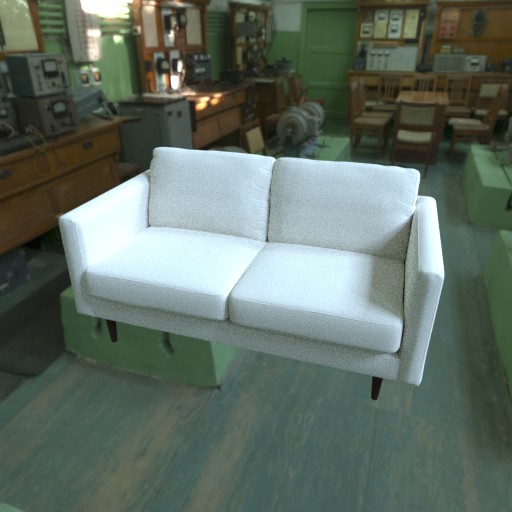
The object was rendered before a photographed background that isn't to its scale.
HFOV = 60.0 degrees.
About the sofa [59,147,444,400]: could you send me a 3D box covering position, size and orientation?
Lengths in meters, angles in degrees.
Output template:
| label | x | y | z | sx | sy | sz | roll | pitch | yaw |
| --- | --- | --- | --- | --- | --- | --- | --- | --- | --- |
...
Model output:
| label | x | y | z | sx | sy | sz | roll | pitch | yaw |
| --- | --- | --- | --- | --- | --- | --- | --- | --- | --- |
| sofa | 0.000 | 0.000 | 2.303 | 1.713 | 0.893 | 0.940 | 8 | 28 | 16 |
